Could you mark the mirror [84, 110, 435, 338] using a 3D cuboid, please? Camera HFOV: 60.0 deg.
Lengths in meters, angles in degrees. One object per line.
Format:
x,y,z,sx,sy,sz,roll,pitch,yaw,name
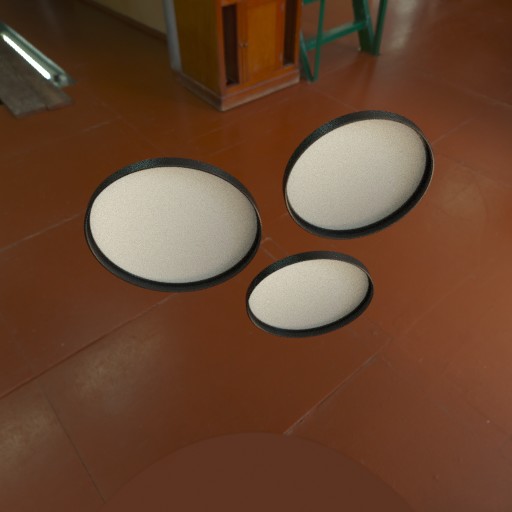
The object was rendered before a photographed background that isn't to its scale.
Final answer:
0.000,0.000,3.104,2.160,2.096,0.076,-4,47,-4,mirror
